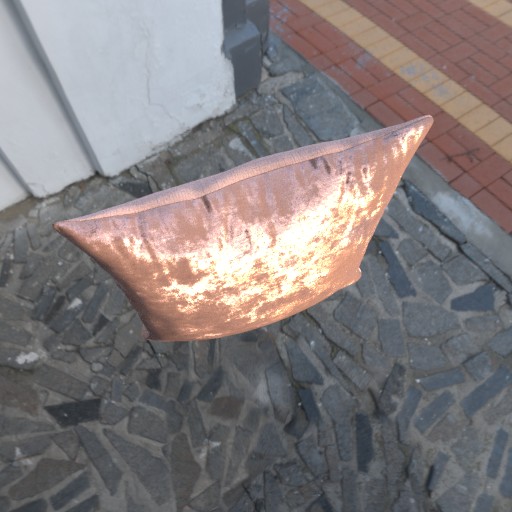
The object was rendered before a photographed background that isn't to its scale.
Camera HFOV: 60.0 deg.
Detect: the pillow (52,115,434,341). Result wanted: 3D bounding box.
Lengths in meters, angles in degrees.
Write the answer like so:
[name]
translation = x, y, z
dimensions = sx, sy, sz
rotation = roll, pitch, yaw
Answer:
[pillow]
translation = 0.000, 0.000, 0.714
dimensions = 0.470, 0.464, 0.175
rotation = -17, 63, -9
